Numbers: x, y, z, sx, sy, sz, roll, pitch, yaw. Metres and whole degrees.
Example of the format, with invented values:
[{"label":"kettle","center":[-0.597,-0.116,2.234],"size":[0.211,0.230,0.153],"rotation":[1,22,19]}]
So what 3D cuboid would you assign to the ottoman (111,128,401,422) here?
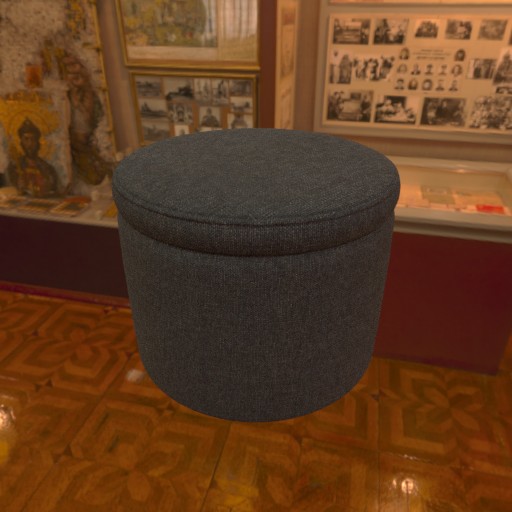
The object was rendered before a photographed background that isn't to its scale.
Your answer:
[{"label":"ottoman","center":[0.000,0.000,0.910],"size":[0.520,0.430,0.520],"rotation":[0,29,0]}]
